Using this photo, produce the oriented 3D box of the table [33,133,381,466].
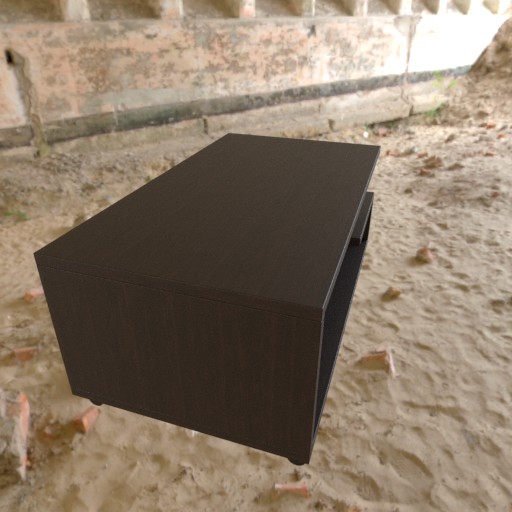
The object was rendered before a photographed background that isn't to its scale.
[{"bbox_3d":[0.000,0.000,1.354,0.590,0.460,1.050,9,30,16],"label":"table"}]
